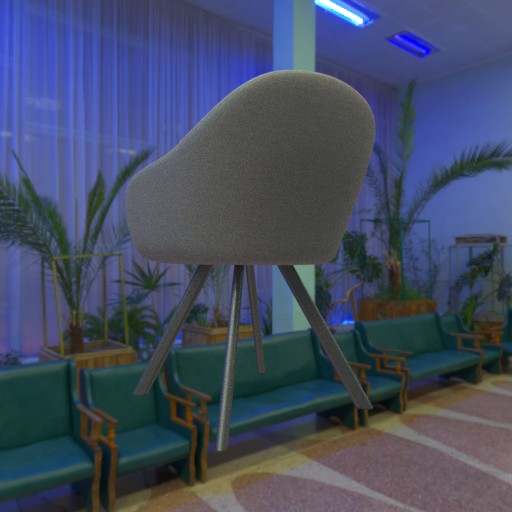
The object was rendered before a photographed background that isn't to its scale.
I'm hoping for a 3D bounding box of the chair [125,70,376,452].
[{"bbox_3d":[0.000,0.000,1.168,0.540,0.780,0.570,1,-1,-35],"label":"chair"}]
